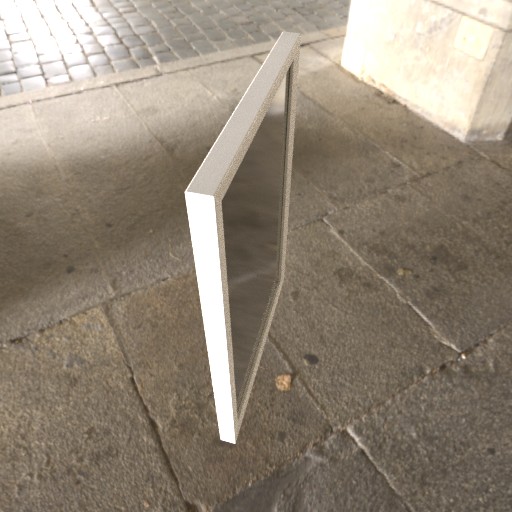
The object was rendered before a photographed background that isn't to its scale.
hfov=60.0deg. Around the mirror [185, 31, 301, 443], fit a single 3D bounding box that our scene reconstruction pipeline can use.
[{"bbox_3d":[0.000,0.000,0.923,0.040,0.710,0.507,11,47,10],"label":"mirror"}]
